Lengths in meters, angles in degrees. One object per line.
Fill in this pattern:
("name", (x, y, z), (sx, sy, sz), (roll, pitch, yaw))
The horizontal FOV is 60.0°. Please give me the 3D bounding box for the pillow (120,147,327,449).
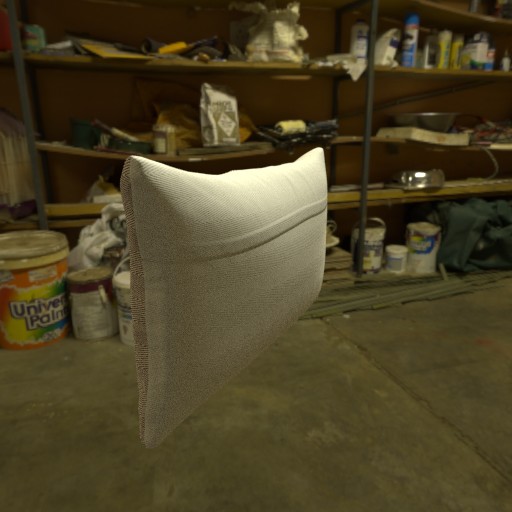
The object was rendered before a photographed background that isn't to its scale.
("pillow", (0.000, 0.000, 0.643), (0.139, 0.305, 0.506), (8, 17, 26))
